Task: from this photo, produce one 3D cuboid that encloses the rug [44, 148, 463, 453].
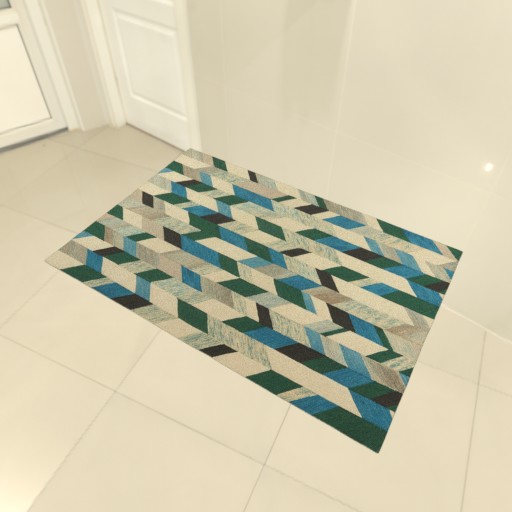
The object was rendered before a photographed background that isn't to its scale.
[{"bbox_3d":[0.000,0.000,2.314,1.827,0.005,1.229,25,51,21],"label":"rug"}]
